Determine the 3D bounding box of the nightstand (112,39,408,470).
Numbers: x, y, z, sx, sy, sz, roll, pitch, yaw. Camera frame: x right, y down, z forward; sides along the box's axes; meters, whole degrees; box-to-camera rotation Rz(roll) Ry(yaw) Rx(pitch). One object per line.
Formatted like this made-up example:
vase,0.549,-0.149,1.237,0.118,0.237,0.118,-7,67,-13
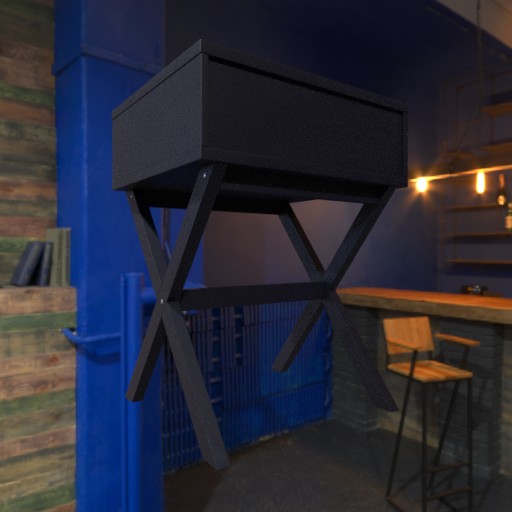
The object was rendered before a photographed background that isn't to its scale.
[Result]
nightstand,0.000,0.000,0.934,0.479,0.623,0.402,0,1,-35
